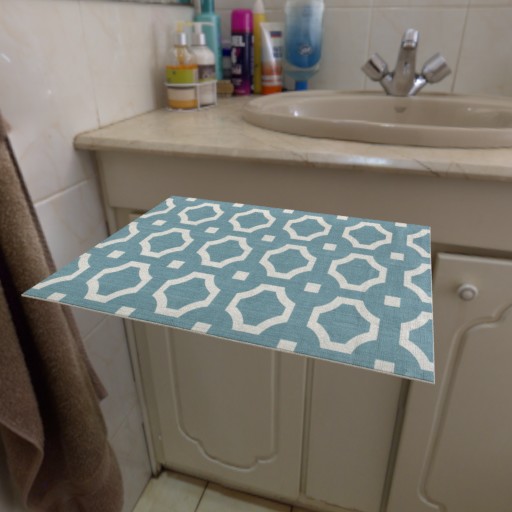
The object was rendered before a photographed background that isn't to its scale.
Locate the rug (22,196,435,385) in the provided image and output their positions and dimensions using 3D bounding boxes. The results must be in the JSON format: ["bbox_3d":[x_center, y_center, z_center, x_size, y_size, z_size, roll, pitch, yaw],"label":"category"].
[{"bbox_3d":[0.000,0.000,4.073,3.049,0.021,2.466,9,28,17],"label":"rug"}]
